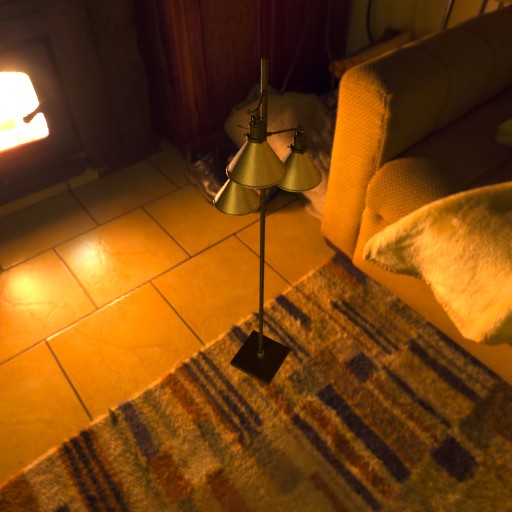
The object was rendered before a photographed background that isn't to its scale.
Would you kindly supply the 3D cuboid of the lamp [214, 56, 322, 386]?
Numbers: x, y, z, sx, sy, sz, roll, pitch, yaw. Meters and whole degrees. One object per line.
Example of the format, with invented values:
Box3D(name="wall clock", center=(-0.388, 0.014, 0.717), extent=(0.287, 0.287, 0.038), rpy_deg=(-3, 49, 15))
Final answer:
Box3D(name="lamp", center=(0.000, 0.000, 1.938), extent=(0.415, 1.716, 0.428), rpy_deg=(23, 51, 20))
